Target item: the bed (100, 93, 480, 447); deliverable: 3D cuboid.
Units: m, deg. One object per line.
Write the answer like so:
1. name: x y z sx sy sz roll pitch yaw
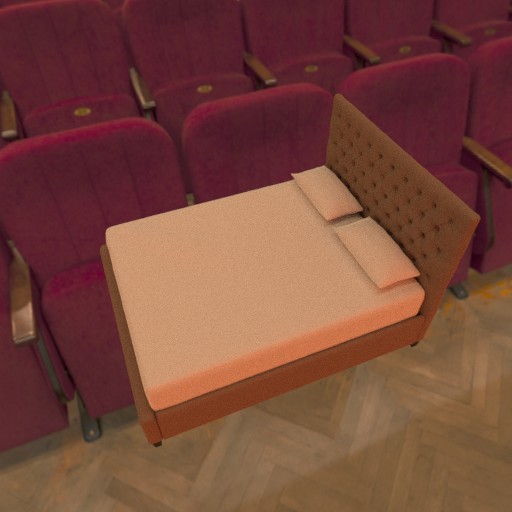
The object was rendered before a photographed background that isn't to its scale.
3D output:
1. bed: 0.000 0.000 3.364 2.233 1.426 1.696 -17 49 -15
